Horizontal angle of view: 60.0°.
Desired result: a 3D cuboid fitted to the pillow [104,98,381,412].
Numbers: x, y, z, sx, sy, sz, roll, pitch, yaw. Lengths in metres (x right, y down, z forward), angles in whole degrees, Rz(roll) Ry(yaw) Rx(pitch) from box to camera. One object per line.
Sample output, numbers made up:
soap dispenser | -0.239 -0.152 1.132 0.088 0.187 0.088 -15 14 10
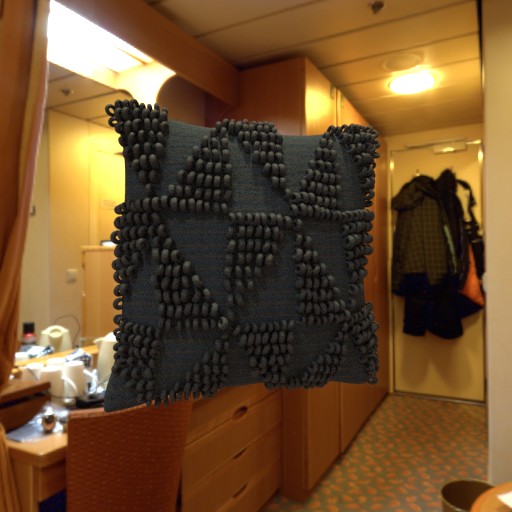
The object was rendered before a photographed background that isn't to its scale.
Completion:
pillow | 0.000 0.000 0.724 0.469 0.466 0.172 0 0 -19
